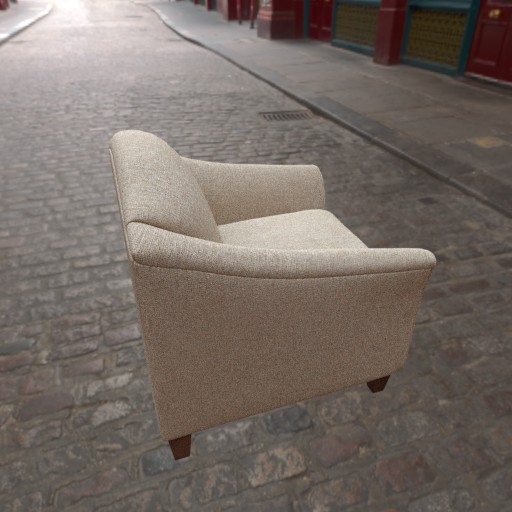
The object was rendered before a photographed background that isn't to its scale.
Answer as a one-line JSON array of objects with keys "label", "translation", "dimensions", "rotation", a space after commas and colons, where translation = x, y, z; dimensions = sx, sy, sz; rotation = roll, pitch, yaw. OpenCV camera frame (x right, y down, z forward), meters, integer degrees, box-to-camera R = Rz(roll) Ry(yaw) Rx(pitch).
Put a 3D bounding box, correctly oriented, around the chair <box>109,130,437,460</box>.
[{"label": "chair", "translation": [0.000, 0.000, 1.435], "dimensions": [0.787, 0.839, 0.763], "rotation": [-10, 33, -16]}]
